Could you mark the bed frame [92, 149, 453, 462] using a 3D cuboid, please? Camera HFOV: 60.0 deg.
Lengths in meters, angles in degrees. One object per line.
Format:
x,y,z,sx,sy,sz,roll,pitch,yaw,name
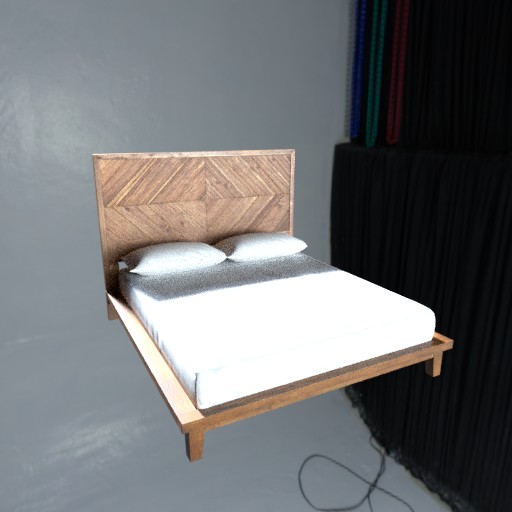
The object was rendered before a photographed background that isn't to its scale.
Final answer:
0.000,0.000,3.552,2.038,1.537,2.235,-8,18,-27,bed frame
